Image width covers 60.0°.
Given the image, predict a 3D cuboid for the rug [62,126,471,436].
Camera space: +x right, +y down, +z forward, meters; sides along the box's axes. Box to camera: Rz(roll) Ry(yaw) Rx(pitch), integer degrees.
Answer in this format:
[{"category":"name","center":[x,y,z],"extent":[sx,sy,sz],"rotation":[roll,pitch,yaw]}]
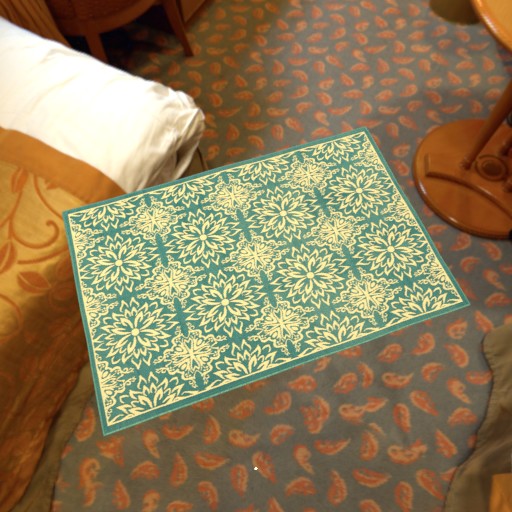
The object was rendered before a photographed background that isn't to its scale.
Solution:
[{"category":"rug","center":[0.000,0.000,3.494],"extent":[2.769,0.018,1.830],"rotation":[-17,66,-8]}]
